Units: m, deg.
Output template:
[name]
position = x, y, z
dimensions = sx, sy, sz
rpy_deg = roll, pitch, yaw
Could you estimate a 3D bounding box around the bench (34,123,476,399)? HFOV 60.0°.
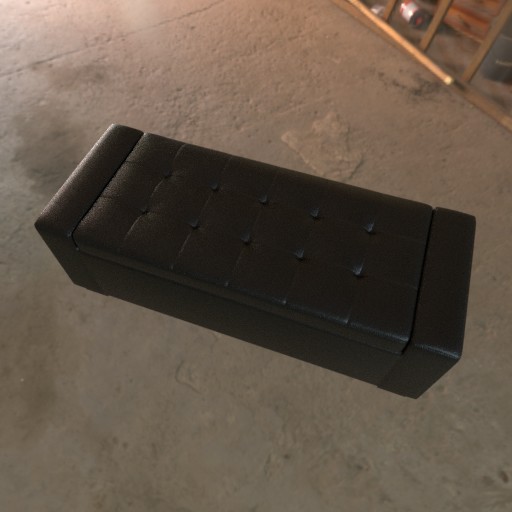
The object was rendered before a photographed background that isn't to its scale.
[bench]
position = 0.000, 0.000, 1.546
dimensions = 1.296, 0.445, 0.508
rpy_deg = 17, 59, 11
